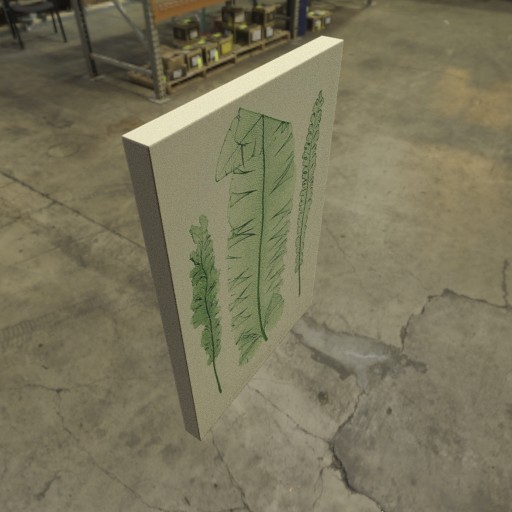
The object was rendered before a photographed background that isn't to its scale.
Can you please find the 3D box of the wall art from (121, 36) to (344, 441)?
[{"bbox_3d":[0.000,0.000,0.767,0.038,0.608,0.418,25,47,25],"label":"wall art"}]
